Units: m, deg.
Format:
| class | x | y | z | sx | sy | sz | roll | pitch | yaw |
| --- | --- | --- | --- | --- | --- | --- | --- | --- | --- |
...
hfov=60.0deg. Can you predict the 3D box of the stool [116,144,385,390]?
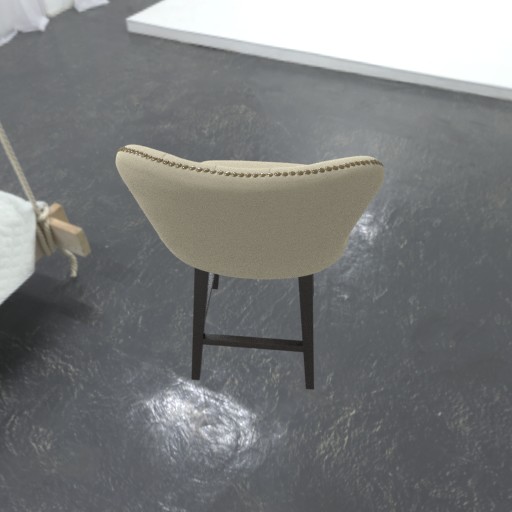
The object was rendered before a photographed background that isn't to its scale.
| class | x | y | z | sx | sy | sz | roll | pitch | yaw |
| --- | --- | --- | --- | --- | --- | --- | --- | --- | --- |
| stool | 0.000 | 0.000 | 1.295 | 0.528 | 0.971 | 0.593 | 4 | 46 | 4 |
